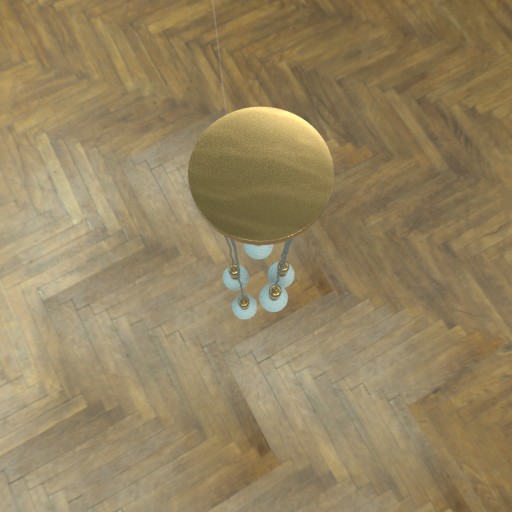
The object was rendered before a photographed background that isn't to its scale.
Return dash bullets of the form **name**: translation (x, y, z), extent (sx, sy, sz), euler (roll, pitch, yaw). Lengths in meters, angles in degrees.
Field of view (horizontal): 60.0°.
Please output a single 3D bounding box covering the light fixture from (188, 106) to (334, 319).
- **light fixture**: translation (0.000, 0.000, 0.512), extent (0.105, 0.457, 0.108), euler (18, 76, 4)
